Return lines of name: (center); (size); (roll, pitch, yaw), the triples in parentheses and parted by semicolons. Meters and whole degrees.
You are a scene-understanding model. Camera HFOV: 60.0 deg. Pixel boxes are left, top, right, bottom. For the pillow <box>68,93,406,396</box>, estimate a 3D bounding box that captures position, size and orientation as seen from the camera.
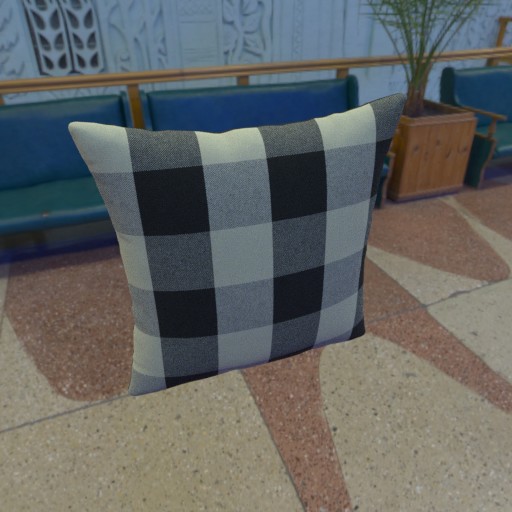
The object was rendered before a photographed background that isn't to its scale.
pillow: (0.000, 0.000, 0.772); (0.511, 0.509, 0.161); (-11, 34, -17)
